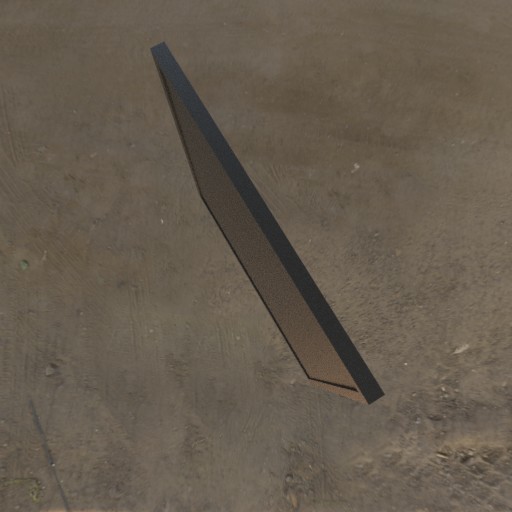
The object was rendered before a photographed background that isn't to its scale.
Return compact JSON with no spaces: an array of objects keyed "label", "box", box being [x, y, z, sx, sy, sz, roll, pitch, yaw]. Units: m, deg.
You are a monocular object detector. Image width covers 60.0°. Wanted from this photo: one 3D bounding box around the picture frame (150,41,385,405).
[{"label":"picture frame","box":[0.000,0.000,1.171,0.032,0.775,0.775,-30,78,-7]}]
